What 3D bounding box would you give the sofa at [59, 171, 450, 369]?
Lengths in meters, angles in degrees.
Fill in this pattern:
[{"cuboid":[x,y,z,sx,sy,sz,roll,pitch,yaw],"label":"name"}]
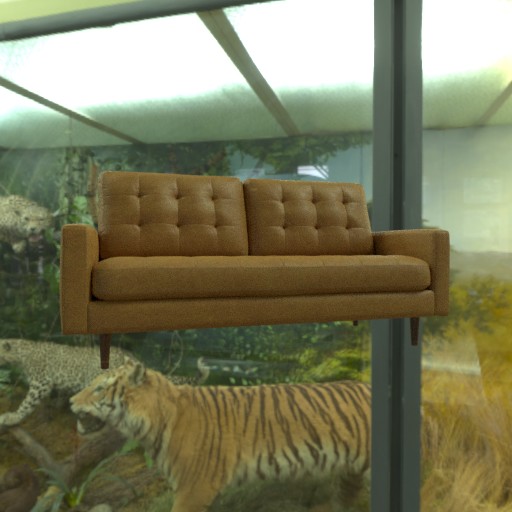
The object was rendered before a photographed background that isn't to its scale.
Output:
[{"cuboid":[0.000,0.000,2.320,1.821,0.898,0.850,0,1,-17],"label":"sofa"}]
